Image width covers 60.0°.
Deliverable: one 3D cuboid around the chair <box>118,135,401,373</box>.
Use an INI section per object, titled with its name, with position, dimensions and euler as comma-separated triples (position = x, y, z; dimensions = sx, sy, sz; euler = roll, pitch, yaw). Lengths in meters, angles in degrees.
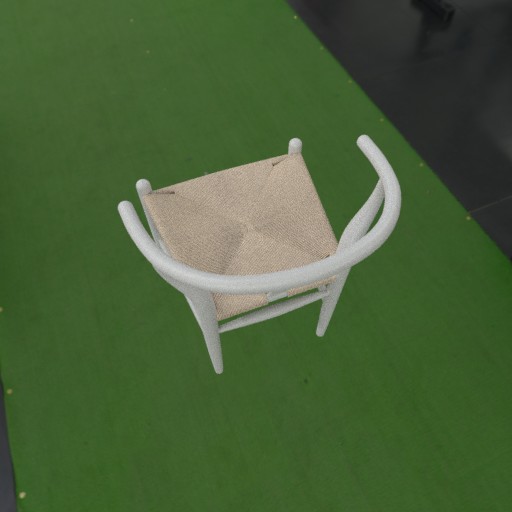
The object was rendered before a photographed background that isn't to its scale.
[chair]
position = 0.000, 0.000, 1.169
dimensions = 0.569, 0.730, 0.579
euler = -18, 59, -11
